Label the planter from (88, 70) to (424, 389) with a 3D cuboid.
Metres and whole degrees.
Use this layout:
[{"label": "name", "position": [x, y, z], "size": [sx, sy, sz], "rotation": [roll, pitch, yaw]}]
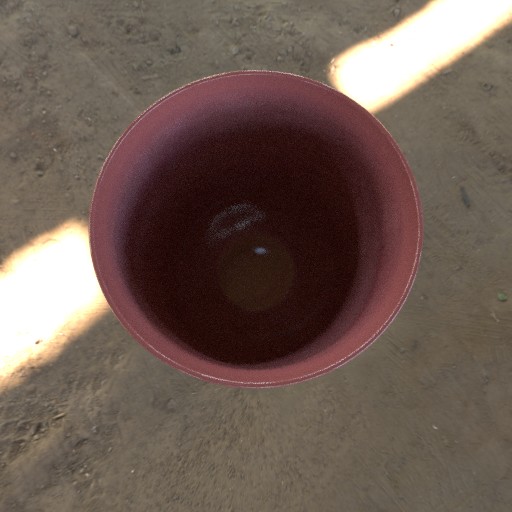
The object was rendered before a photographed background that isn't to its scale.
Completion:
[{"label": "planter", "position": [0.000, 0.000, 0.482], "size": [0.266, 0.270, 0.266], "rotation": [0, 76, 0]}]
